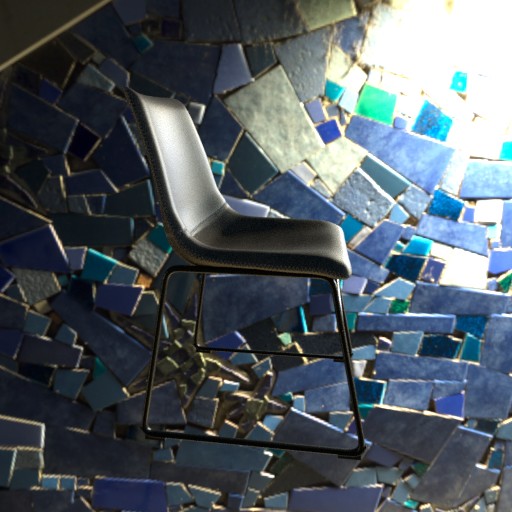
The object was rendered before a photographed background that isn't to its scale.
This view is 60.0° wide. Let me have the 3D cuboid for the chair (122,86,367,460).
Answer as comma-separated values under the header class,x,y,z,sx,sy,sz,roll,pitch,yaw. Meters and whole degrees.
class,x,y,z,sx,sy,sz,roll,pitch,yaw
chair,0.000,0.000,1.114,0.550,0.780,0.460,2,15,8
